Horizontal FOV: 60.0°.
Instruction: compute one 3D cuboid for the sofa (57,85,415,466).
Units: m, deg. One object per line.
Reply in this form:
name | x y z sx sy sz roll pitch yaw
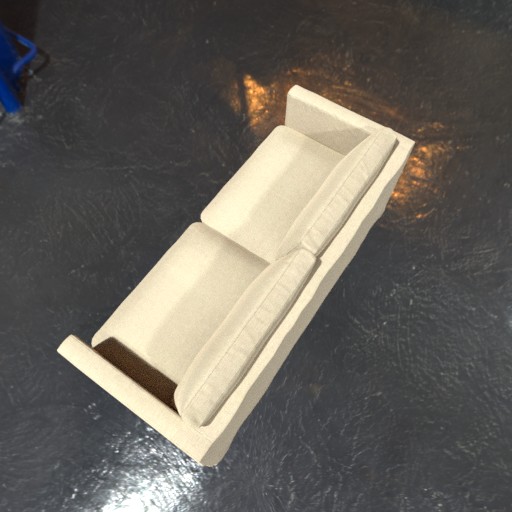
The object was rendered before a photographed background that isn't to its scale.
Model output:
sofa | 0.000 0.000 2.799 0.962 0.853 2.312 31 67 15
